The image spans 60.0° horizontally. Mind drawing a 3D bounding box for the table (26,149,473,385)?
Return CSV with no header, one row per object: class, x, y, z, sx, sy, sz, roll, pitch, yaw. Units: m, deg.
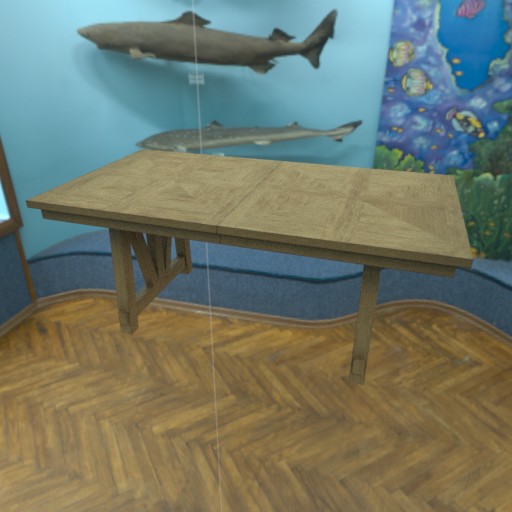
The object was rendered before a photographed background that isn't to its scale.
table,0.000,0.000,2.368,1.881,0.768,1.016,8,28,16
